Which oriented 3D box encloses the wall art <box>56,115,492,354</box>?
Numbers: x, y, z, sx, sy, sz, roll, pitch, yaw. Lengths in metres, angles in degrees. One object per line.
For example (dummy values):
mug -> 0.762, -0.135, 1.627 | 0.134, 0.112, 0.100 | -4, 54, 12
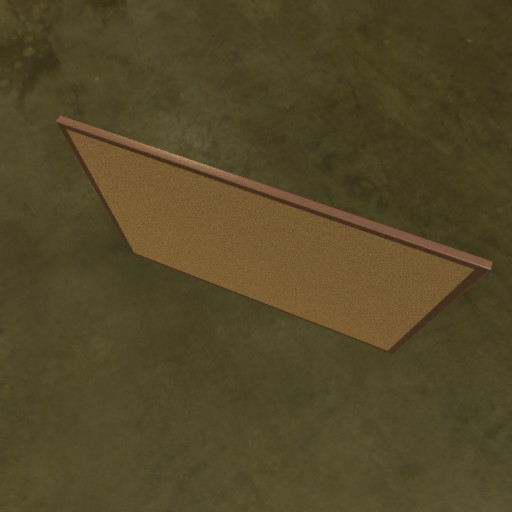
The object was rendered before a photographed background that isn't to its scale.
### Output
wall art -> 0.000, 0.000, 0.833 | 0.660, 0.455, 0.014 | 20, 66, 10
